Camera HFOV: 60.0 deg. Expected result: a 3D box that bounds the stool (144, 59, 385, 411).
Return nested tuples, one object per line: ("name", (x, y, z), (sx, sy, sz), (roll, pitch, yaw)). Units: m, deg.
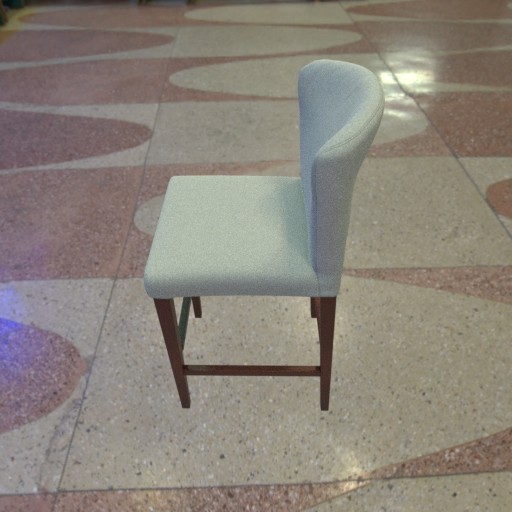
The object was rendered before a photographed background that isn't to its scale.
("stool", (0.000, 0.000, 1.352), (0.568, 1.069, 0.479), (0, 43, 0))
